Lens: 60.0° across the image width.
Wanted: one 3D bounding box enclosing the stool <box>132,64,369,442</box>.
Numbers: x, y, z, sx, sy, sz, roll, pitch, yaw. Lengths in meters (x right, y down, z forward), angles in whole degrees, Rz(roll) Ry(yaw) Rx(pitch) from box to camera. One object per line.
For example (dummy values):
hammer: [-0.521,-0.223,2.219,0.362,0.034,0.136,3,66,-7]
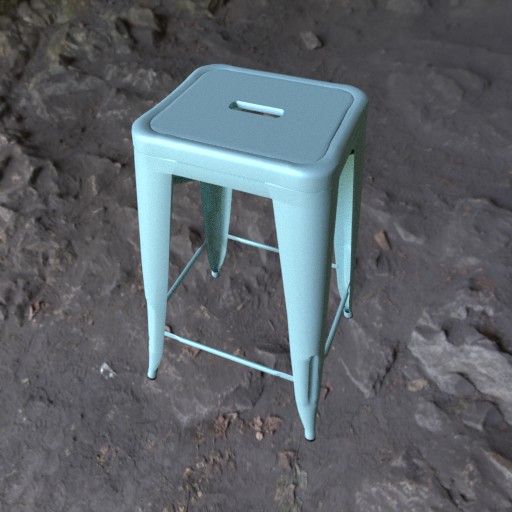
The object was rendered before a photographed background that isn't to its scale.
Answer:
stool: [0.000,0.000,0.854,0.399,0.609,0.359,16,48,15]
